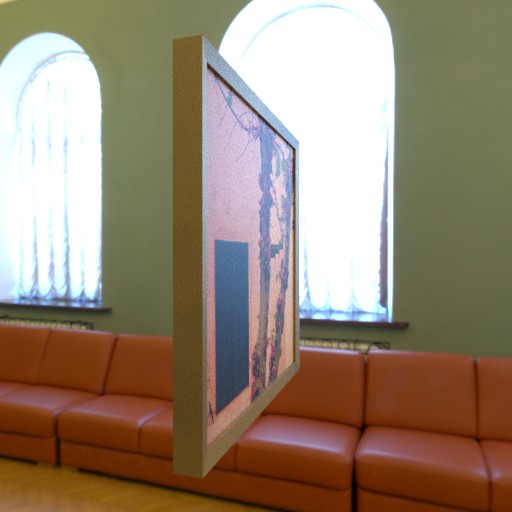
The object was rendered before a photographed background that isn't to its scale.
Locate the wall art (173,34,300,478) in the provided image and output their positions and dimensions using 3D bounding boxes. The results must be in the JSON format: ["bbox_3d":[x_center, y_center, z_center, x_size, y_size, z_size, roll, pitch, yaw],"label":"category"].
[{"bbox_3d":[0.000,0.000,0.754,0.038,0.508,0.507,0,0,18],"label":"wall art"}]
